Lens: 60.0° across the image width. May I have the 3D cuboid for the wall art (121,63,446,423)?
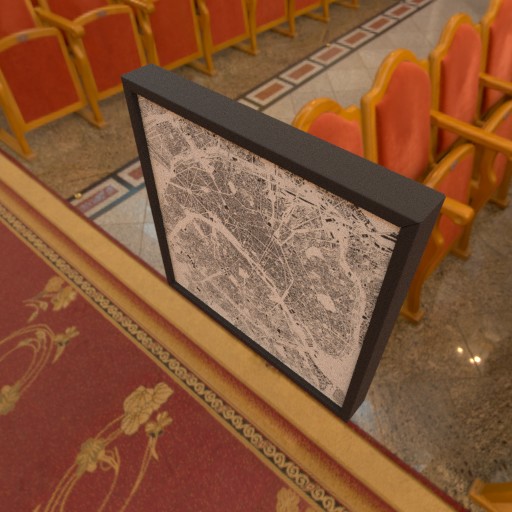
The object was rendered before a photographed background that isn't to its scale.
[{"bbox_3d":[0.000,0.000,0.463,0.305,0.305,0.037,33,55,27],"label":"wall art"}]
